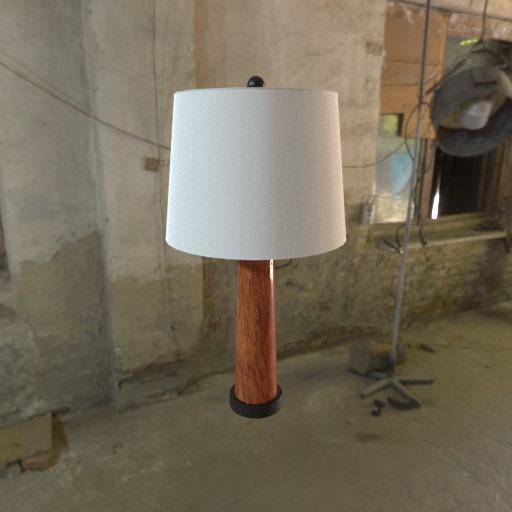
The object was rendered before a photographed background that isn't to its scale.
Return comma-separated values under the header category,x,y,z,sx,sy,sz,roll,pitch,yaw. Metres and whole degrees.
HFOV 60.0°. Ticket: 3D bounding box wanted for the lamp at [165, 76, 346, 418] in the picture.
category,x,y,z,sx,sy,sz,roll,pitch,yaw
lamp,0.000,0.000,0.881,0.349,0.667,0.349,0,16,0
